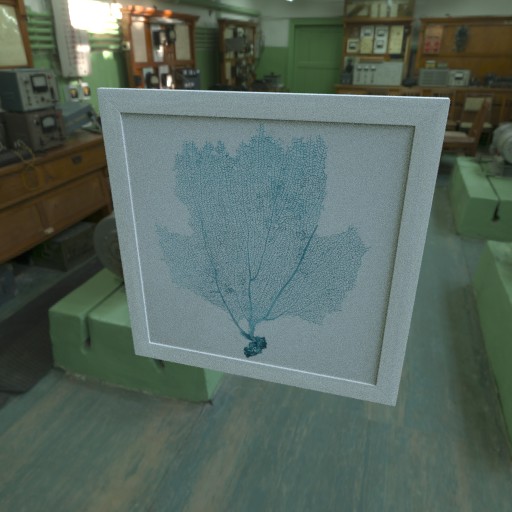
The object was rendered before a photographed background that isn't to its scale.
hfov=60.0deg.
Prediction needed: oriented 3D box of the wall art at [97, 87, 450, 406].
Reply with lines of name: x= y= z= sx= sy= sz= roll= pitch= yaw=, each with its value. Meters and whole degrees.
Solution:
wall art: x=0.000 y=0.000 z=0.840 sx=0.584 sy=0.584 sz=0.013 roll=7 pitch=27 yaw=15
